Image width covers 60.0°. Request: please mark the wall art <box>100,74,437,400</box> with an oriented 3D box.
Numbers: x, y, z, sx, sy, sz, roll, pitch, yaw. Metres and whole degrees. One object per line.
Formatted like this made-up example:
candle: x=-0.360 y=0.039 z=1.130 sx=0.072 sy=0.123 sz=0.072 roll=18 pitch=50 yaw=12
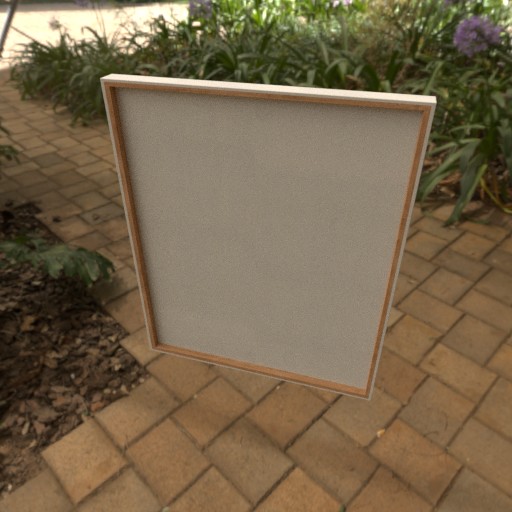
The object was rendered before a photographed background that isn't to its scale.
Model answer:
wall art: x=0.000 y=0.000 z=0.827 sx=0.508 sy=0.606 sz=0.037 roll=9 pitch=35 yaw=14
